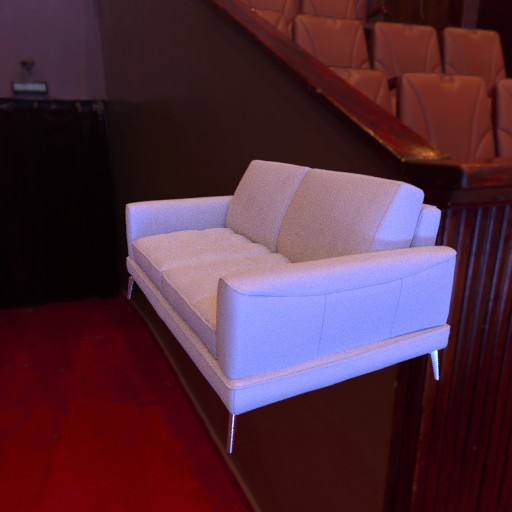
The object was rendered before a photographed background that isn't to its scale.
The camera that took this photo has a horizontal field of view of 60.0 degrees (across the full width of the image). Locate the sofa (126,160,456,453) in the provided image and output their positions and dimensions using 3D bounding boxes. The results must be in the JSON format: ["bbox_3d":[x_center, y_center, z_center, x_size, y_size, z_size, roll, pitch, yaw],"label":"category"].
[{"bbox_3d":[0.000,0.000,2.440,1.121,0.930,1.819,-8,18,-26],"label":"sofa"}]
